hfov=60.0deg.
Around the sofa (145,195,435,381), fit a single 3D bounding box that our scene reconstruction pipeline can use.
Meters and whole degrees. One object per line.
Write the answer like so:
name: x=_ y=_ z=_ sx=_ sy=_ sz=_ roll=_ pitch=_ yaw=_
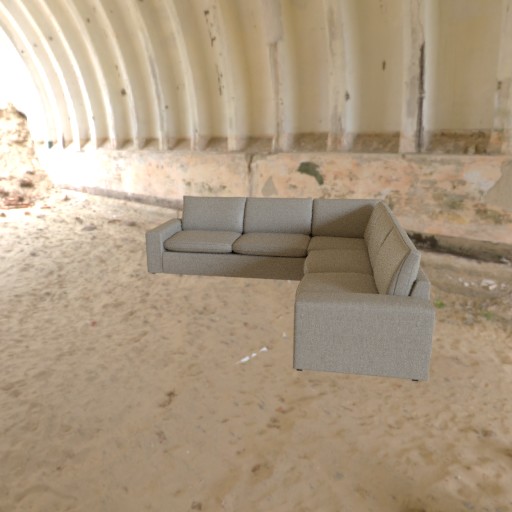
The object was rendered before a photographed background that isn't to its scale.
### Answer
sofa: x=0.000 y=0.000 z=4.117 sx=2.622 sy=0.800 sz=2.742 roll=3 pitch=15 yaw=10
